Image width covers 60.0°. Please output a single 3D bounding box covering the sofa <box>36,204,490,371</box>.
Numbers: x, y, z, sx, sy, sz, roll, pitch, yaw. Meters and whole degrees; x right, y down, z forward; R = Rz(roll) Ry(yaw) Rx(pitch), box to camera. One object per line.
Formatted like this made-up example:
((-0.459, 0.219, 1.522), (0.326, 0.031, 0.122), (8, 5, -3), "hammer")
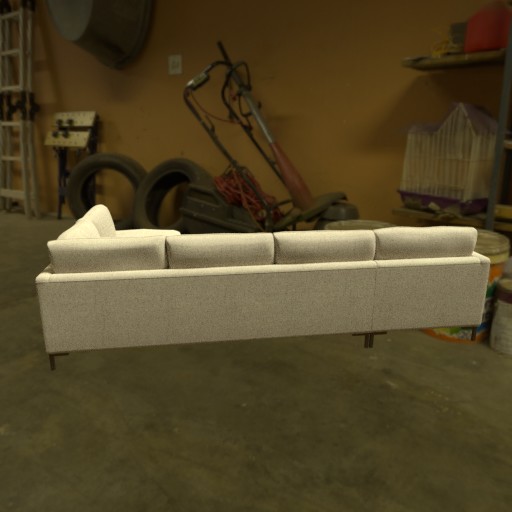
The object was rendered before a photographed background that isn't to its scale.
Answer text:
((0.000, 0.000, 3.496), (2.737, 0.756, 1.879), (-2, 16, -8), "sofa")
